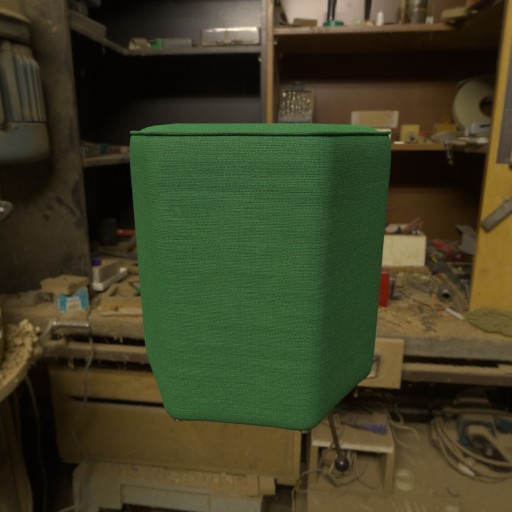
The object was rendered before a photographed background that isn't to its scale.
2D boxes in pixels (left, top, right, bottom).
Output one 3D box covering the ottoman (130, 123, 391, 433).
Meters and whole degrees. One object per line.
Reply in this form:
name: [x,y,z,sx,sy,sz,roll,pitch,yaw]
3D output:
ottoman: [0.000,0.000,0.896,0.499,0.507,0.444,2,16,8]
